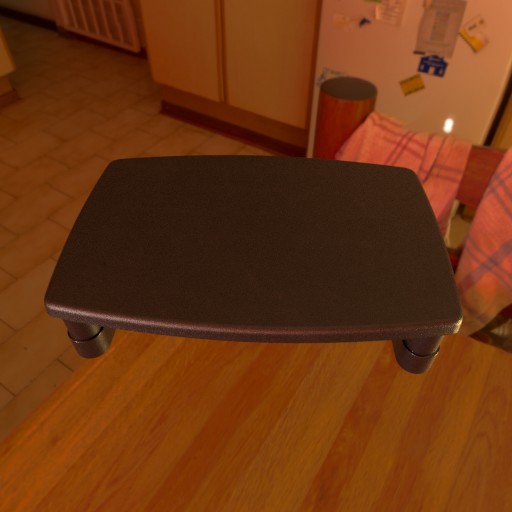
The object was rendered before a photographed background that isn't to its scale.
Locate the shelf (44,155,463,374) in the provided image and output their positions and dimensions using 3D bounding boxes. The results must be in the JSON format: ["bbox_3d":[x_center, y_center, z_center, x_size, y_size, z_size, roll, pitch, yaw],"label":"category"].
[{"bbox_3d":[0.000,0.000,0.525,0.410,0.100,0.280,2,46,2],"label":"shelf"}]
